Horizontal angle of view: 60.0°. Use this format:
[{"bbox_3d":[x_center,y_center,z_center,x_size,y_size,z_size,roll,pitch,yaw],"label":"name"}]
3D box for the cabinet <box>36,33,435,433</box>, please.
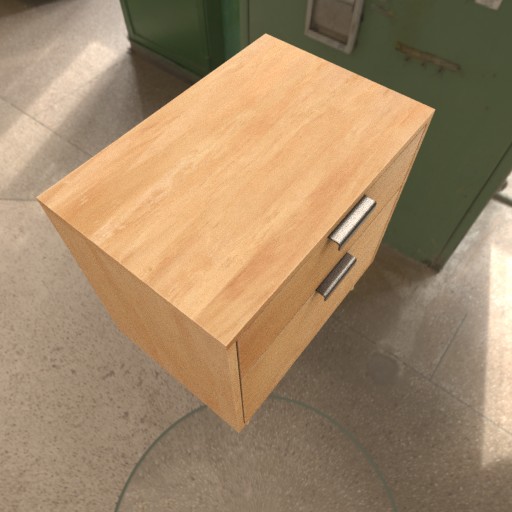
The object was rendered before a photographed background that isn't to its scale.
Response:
[{"bbox_3d":[0.000,0.000,0.956,0.394,0.599,0.551,34,63,20],"label":"cabinet"}]
